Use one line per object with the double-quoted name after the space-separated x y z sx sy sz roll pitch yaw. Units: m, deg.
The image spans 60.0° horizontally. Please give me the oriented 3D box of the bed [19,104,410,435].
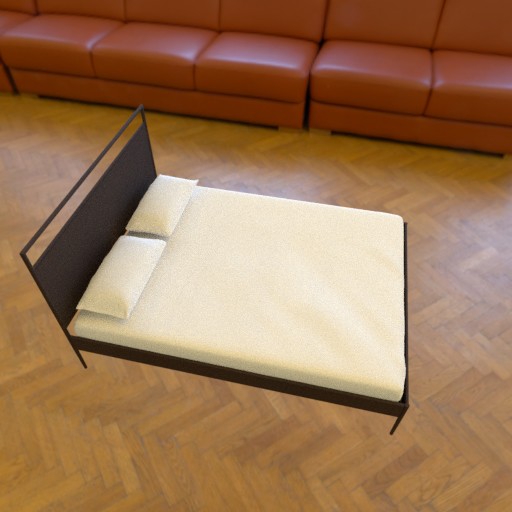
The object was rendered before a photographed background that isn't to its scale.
0.000 0.000 3.040 2.122 1.173 1.572 9 48 9 "bed"
